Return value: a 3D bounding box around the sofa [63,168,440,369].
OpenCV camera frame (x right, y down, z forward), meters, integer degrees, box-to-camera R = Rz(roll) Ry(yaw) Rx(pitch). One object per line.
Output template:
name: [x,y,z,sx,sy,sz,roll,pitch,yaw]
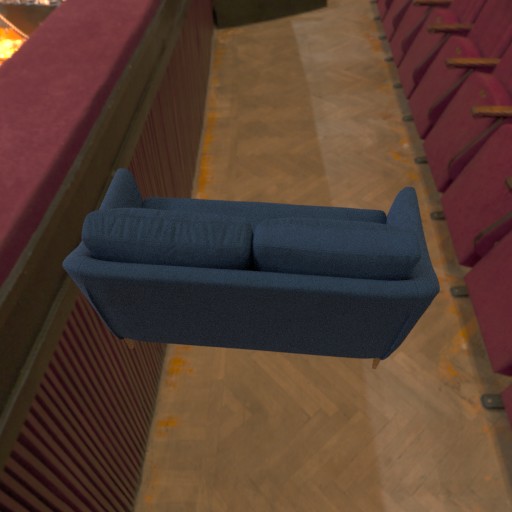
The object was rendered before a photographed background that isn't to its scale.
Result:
sofa: [0.000,0.000,2.190,1.619,0.902,0.960,4,46,4]
